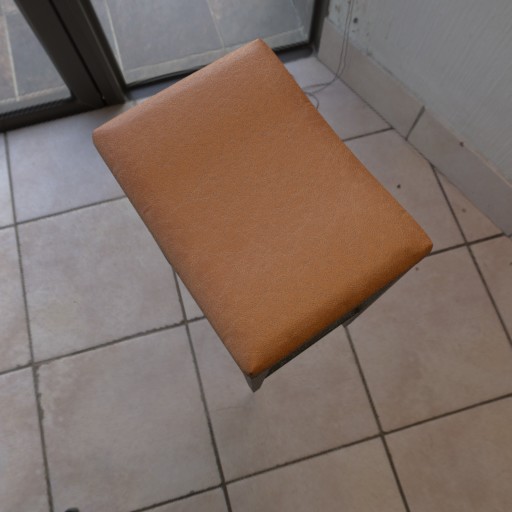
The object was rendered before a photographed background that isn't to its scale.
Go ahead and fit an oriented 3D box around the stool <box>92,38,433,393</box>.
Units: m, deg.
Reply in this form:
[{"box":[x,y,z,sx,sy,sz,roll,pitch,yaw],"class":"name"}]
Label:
[{"box":[0.000,0.000,1.034,0.361,0.759,0.500,-33,76,-9],"class":"stool"}]
